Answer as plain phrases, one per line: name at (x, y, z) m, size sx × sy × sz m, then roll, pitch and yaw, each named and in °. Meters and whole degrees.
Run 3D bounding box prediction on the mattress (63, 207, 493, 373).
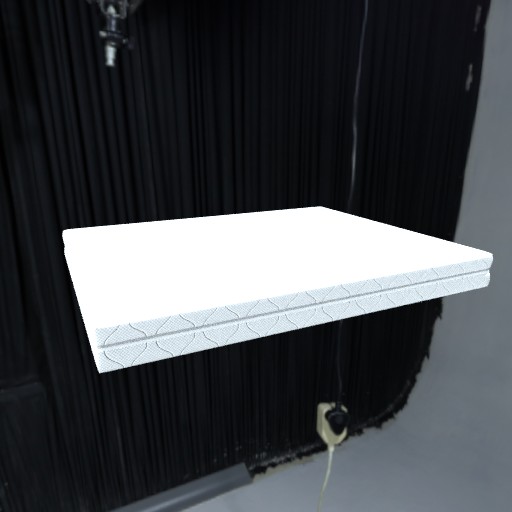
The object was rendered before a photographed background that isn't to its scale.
mattress at (0.000, 0.000, 2.614) m, size 2.000 × 0.200 × 1.600 m, roll -8°, pitch 18°, yaw -25°
